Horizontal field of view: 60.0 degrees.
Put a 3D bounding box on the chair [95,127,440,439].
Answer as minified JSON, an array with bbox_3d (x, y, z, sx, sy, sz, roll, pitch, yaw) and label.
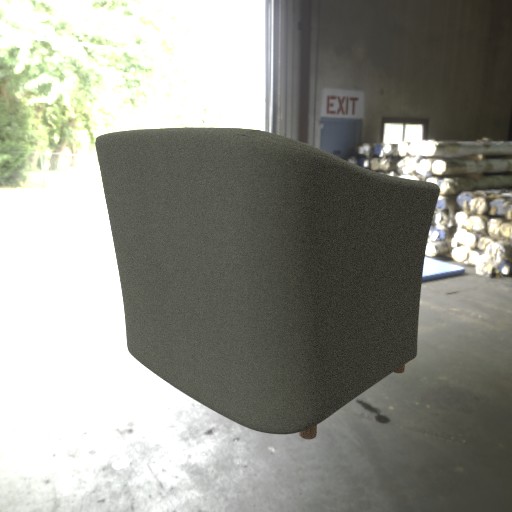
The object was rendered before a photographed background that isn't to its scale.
[{"bbox_3d":[0.000,0.000,1.327,0.790,0.720,0.700,14,20,43],"label":"chair"}]
